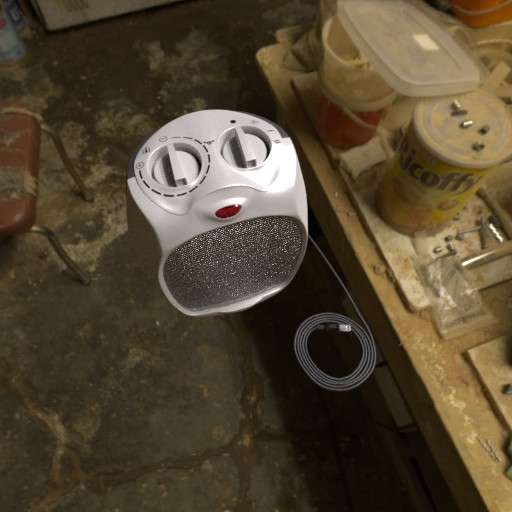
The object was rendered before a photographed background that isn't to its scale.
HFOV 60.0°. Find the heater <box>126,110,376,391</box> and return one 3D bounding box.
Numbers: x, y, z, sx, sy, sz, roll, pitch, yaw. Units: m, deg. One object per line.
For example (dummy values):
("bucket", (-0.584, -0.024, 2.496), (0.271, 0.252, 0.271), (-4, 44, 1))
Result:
("heater", (0.000, 0.000, 0.466), (0.239, 0.240, 0.291), (-17, 65, -8))
